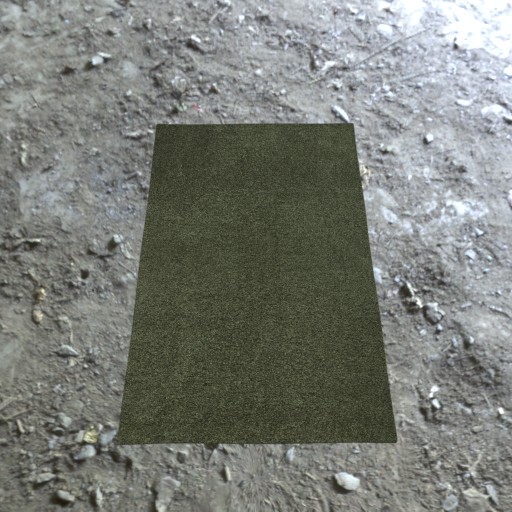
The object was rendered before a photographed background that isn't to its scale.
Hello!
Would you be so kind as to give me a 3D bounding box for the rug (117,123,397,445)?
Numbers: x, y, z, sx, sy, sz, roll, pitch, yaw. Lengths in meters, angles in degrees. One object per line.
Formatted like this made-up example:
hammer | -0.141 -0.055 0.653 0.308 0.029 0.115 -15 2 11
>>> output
rug | 0.000 0.000 3.448 1.802 0.026 2.699 0 63 0
